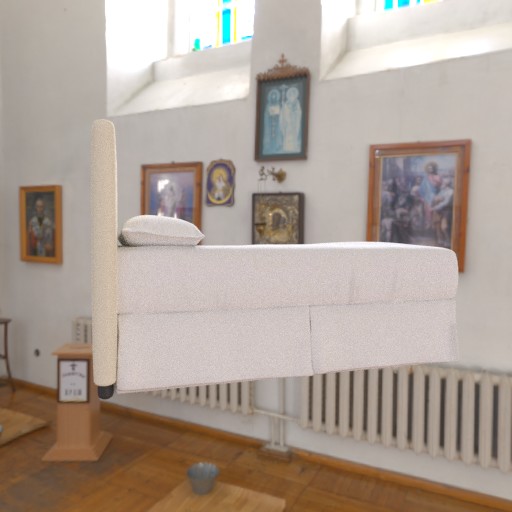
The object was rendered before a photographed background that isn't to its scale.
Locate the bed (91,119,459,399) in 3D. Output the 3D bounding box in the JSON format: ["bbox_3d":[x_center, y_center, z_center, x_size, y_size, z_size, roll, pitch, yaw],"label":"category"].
[{"bbox_3d":[0.000,0.000,3.152,2.147,1.330,1.714,0,1,-18],"label":"bed"}]
